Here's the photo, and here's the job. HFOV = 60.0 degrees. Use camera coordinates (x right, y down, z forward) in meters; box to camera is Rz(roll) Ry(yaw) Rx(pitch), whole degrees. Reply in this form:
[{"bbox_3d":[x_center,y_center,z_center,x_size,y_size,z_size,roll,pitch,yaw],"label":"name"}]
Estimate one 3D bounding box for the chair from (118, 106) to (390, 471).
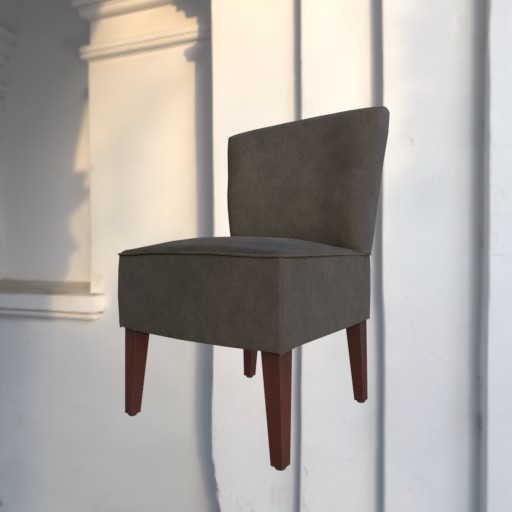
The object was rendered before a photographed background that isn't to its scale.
[{"bbox_3d":[0.000,0.000,1.151,0.521,0.806,0.554,1,1,37],"label":"chair"}]
